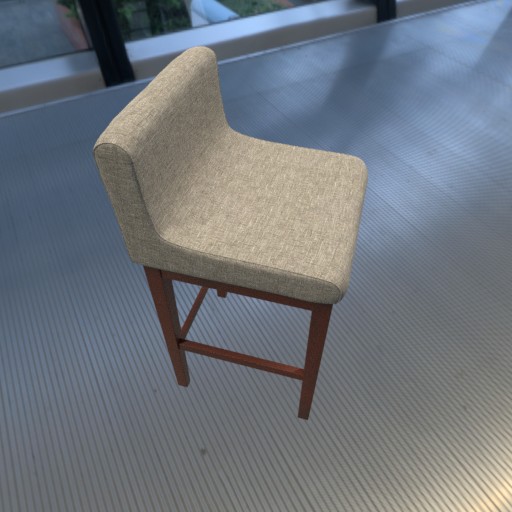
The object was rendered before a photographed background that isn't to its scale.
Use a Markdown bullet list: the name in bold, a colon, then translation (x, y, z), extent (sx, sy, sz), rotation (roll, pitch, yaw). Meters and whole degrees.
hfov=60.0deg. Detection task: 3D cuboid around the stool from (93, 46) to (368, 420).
- **stool**: translation (0.000, 0.000, 1.099), extent (0.459, 0.835, 0.417), rotation (12, 47, 11)
